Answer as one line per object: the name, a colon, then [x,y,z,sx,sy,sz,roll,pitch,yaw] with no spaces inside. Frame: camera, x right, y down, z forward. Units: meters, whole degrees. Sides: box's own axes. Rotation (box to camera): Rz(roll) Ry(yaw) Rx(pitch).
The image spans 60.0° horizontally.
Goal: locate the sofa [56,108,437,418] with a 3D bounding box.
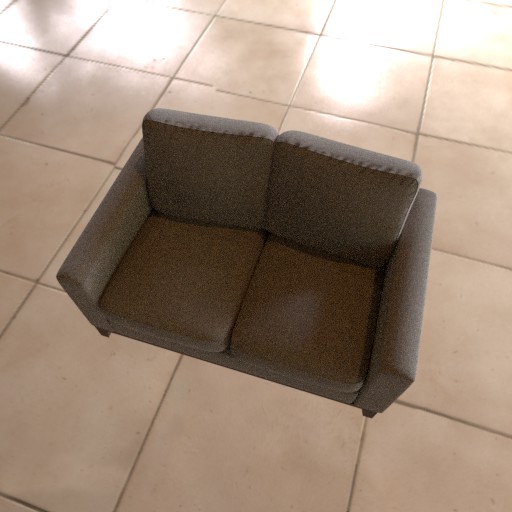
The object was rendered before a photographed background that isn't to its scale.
sofa: [0.000,0.000,1.981,1.420,0.873,0.917,15,59,9]
